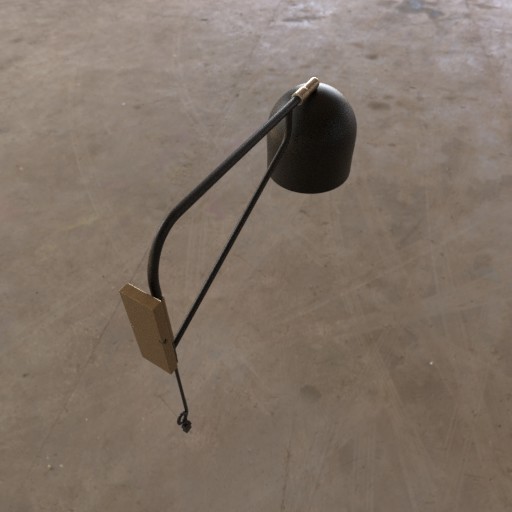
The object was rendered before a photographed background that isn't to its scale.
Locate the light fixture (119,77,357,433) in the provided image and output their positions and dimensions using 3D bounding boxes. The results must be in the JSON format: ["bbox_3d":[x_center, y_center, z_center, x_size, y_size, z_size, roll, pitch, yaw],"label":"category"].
[{"bbox_3d":[0.000,0.000,1.074,0.215,0.696,0.720,24,51,21],"label":"light fixture"}]
